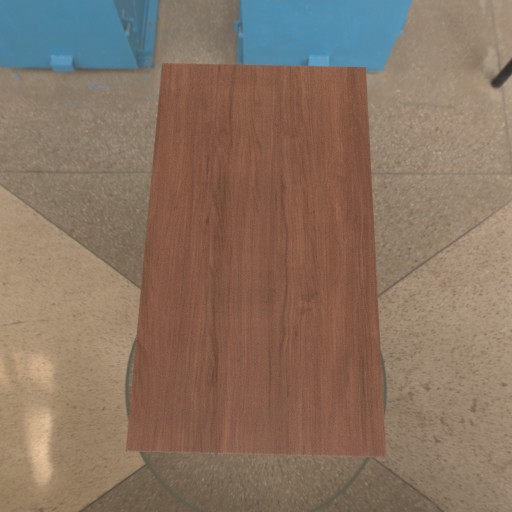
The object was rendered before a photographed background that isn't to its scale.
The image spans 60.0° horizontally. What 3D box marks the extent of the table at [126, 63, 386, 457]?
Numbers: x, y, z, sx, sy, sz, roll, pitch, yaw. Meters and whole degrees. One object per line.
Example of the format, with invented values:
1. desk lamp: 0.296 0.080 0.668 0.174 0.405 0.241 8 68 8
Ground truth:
1. table: 0.000 0.000 1.304 0.600 0.380 1.020 1 74 0
